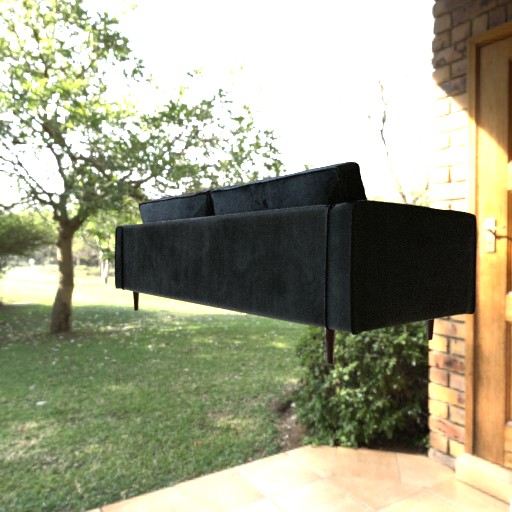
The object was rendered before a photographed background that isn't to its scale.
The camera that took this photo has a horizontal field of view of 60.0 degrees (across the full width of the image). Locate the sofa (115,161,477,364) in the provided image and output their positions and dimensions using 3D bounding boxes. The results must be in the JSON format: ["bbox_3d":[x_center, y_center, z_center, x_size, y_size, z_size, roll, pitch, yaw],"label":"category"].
[{"bbox_3d":[0.000,0.000,2.601,0.886,0.781,2.214,-1,1,-38],"label":"sofa"}]
